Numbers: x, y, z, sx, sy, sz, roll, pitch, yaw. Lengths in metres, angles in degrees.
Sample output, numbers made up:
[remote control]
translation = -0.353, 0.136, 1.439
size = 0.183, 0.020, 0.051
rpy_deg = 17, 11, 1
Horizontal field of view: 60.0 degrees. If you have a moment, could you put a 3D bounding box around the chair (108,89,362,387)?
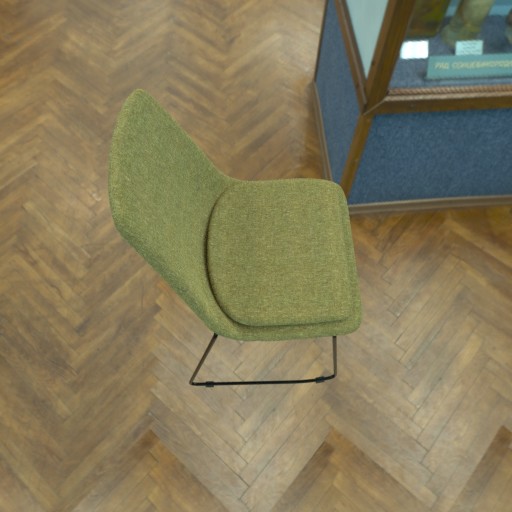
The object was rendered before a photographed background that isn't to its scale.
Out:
[chair]
translation = 0.000, 0.000, 1.123
size = 0.496, 0.849, 0.479
rpy_deg = -1, 63, -1
